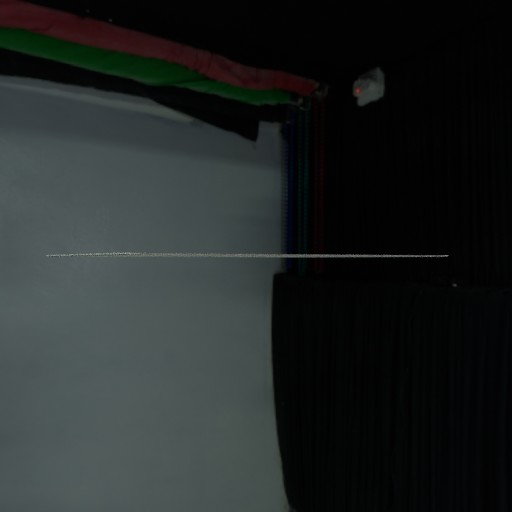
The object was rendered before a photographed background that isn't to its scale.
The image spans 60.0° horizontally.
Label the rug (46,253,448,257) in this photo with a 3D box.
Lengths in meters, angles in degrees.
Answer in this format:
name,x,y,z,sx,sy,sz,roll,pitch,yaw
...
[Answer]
name,x,y,z,sx,sy,sz,roll,pitch,yaw
rug,0.000,0.000,3.145,2.440,0.010,1.528,0,0,-37
